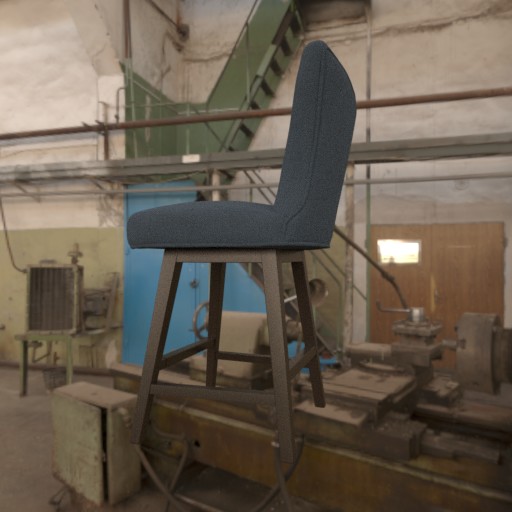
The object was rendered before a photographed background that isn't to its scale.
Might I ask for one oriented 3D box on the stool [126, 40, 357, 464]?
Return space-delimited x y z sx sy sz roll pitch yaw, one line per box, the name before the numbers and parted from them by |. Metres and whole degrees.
stool | 0.000 0.000 1.323 0.574 1.000 0.514 0 0 19
